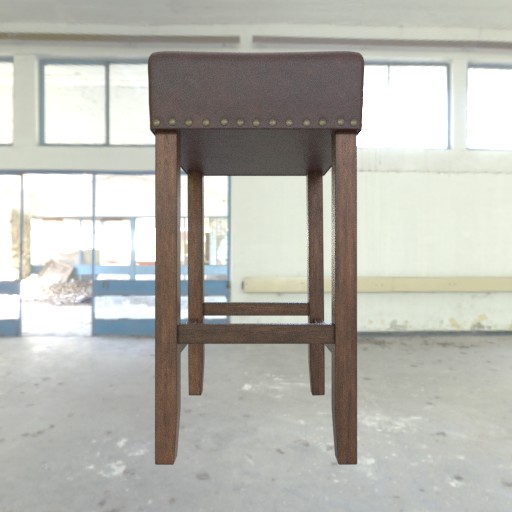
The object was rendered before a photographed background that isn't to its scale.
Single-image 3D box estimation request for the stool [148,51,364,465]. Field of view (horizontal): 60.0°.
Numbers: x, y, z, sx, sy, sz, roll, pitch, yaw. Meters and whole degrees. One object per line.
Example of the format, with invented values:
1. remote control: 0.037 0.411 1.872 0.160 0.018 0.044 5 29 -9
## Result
1. stool: 0.000 0.000 1.033 0.401 0.769 0.465 0 0 0
